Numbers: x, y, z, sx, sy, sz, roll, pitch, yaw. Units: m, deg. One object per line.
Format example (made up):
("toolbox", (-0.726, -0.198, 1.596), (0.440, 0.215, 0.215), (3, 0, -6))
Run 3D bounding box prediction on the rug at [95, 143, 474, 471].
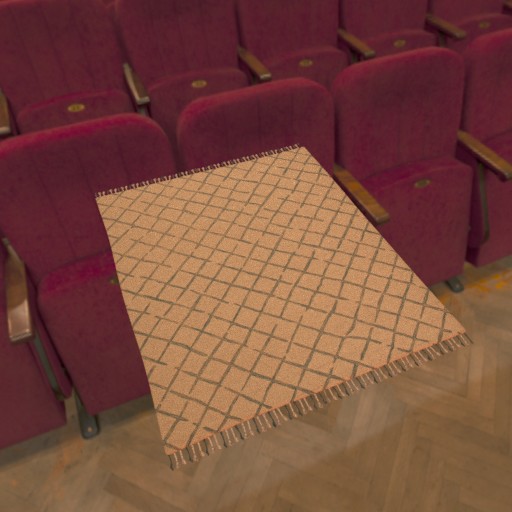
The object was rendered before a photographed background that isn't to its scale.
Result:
("rug", (0.000, 0.000, 4.812), (2.892, 0.036, 3.585), (-17, 49, -15))
